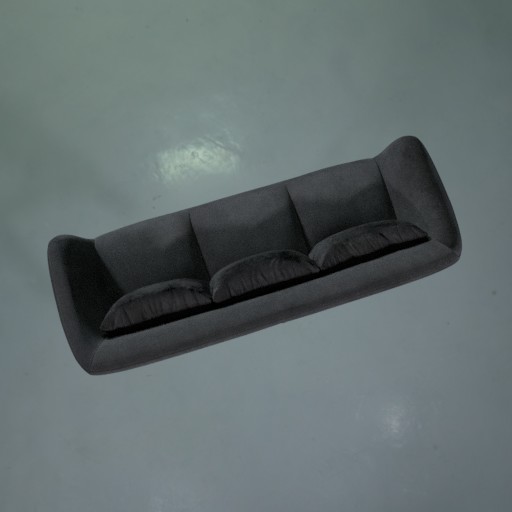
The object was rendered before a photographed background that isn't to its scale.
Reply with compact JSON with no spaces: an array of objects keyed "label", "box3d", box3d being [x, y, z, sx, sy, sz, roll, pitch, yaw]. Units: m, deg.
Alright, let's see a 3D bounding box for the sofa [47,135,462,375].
[{"label":"sofa","box3d":[0.000,0.000,2.792,2.296,0.875,0.956,-17,76,-4]}]
